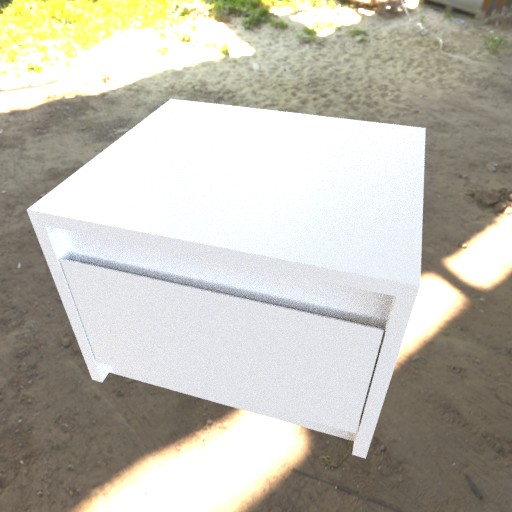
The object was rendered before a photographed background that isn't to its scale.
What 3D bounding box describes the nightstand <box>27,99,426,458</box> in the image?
[{"bbox_3d":[0.000,0.000,0.757,0.470,0.351,0.408,11,40,13],"label":"nightstand"}]
